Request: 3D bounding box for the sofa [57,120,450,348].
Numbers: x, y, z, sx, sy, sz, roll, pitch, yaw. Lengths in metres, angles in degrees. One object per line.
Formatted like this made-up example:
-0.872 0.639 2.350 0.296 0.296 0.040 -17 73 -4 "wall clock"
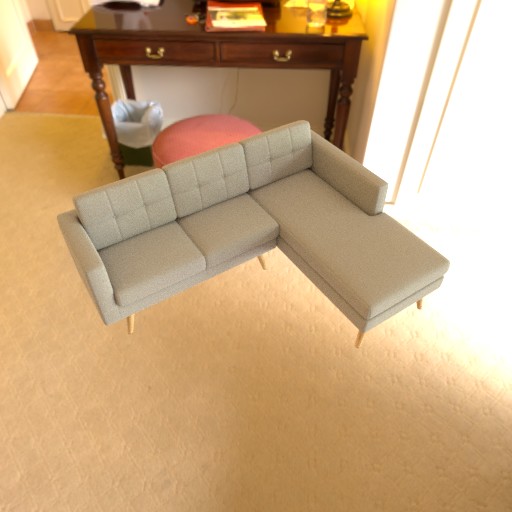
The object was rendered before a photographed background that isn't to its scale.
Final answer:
0.000 0.000 2.920 2.040 0.860 1.530 -25 50 -23 "sofa"
